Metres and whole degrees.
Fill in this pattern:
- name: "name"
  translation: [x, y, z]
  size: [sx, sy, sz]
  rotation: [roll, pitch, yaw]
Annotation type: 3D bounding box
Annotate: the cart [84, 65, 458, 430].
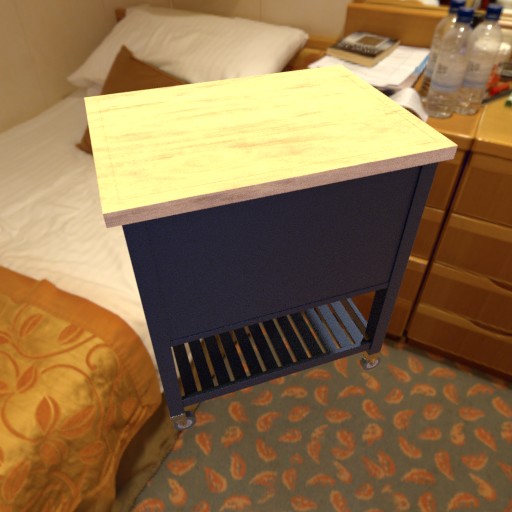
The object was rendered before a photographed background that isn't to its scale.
- name: "cart"
  translation: [0.000, 0.000, 1.418]
  size: [0.797, 0.920, 0.567]
  rotation: [-13, 43, -14]
